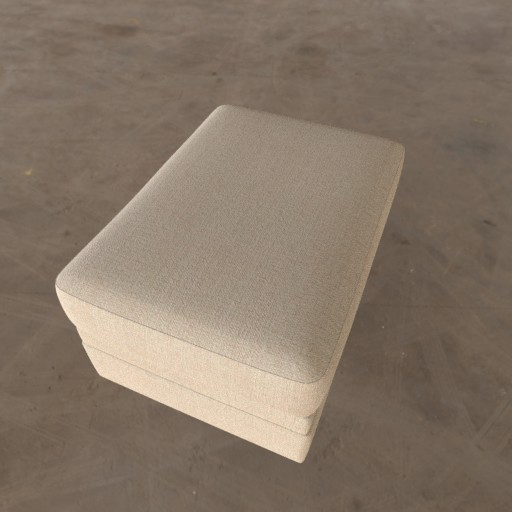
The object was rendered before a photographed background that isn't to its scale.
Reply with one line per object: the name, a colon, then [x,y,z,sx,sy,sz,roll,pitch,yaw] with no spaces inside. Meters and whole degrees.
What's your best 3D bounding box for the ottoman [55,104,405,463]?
ottoman: [0.000,0.000,1.277,0.637,0.478,0.885,18,50,15]
